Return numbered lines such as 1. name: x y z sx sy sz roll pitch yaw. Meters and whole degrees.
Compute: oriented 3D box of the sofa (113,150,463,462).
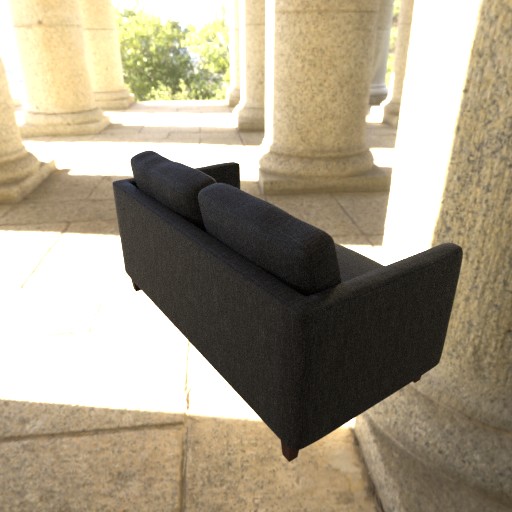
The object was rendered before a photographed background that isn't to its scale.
1. sofa: 0.000 0.000 2.462 0.950 0.963 1.884 -17 31 -31
